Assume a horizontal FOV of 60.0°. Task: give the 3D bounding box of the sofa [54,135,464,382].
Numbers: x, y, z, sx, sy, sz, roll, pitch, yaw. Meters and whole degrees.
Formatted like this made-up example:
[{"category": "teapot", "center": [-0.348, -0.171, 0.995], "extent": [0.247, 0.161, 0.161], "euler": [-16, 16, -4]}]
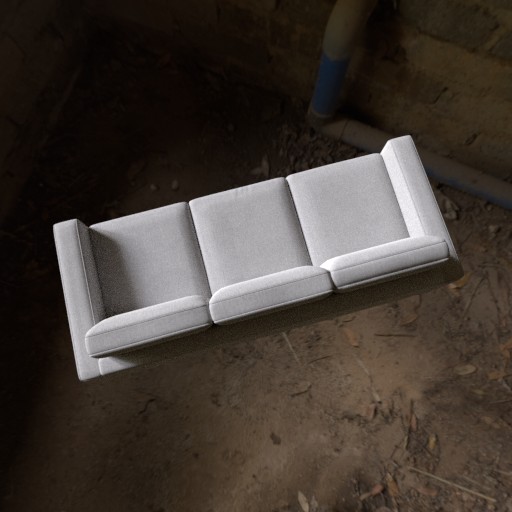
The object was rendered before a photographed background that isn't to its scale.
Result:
[{"category": "sofa", "center": [0.000, 0.000, 2.575], "extent": [2.120, 0.800, 0.900], "euler": [-15, 77, -3]}]
